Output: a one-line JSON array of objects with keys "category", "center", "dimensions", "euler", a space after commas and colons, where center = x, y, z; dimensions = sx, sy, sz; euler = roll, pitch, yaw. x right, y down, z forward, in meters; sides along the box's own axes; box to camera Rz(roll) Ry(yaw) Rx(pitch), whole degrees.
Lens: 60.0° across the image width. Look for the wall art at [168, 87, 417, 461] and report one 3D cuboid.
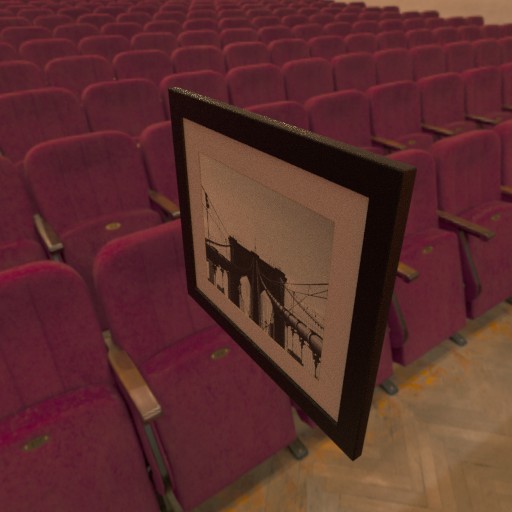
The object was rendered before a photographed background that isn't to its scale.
[{"category": "wall art", "center": [0.000, 0.000, 0.727], "dimensions": [0.018, 0.450, 0.521], "euler": [-20, 36, -30]}]
